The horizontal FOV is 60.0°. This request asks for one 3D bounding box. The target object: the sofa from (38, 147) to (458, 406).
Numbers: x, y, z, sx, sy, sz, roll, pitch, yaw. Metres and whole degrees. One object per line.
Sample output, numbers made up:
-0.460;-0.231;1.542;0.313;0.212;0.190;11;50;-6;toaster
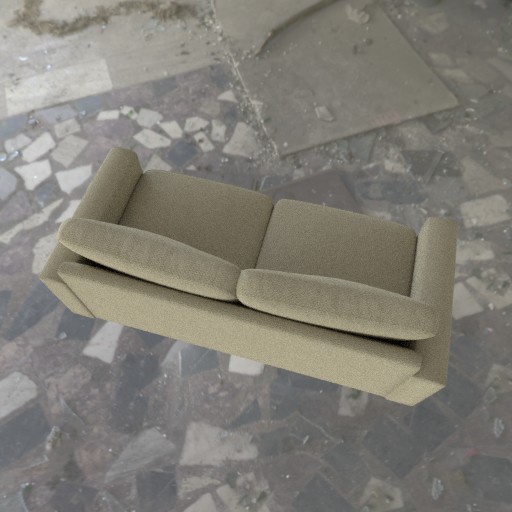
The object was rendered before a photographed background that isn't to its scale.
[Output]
0.000;0.000;2.593;2.179;0.873;1.016;14;62;7;sofa
